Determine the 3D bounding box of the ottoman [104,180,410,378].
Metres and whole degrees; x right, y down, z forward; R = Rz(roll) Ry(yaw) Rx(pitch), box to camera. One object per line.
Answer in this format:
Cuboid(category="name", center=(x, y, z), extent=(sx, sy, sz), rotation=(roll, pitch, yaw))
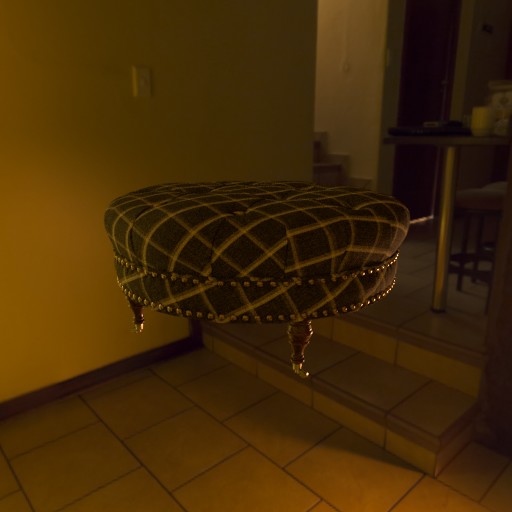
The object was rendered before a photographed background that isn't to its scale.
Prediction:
Cuboid(category="ottoman", center=(0.000, 0.000, 1.404), extent=(0.901, 0.439, 0.901), rotation=(0, 15, 0))
